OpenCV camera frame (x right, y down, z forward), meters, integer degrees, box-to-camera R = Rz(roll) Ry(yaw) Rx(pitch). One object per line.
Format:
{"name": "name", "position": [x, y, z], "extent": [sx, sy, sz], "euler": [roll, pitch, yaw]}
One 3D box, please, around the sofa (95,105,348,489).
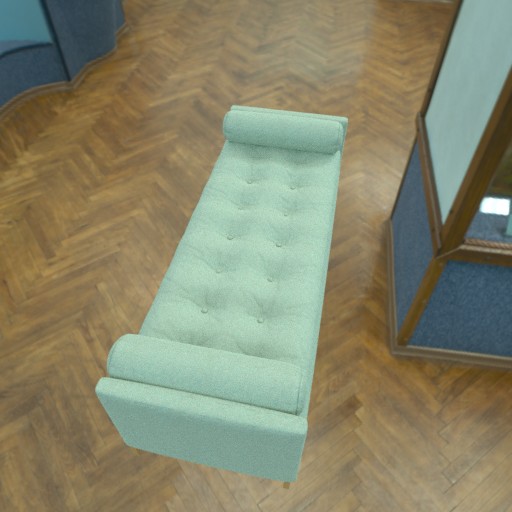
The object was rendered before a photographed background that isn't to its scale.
{"name": "sofa", "position": [0.000, 0.000, 2.441], "extent": [0.796, 0.705, 2.102], "euler": [9, 48, 8]}
